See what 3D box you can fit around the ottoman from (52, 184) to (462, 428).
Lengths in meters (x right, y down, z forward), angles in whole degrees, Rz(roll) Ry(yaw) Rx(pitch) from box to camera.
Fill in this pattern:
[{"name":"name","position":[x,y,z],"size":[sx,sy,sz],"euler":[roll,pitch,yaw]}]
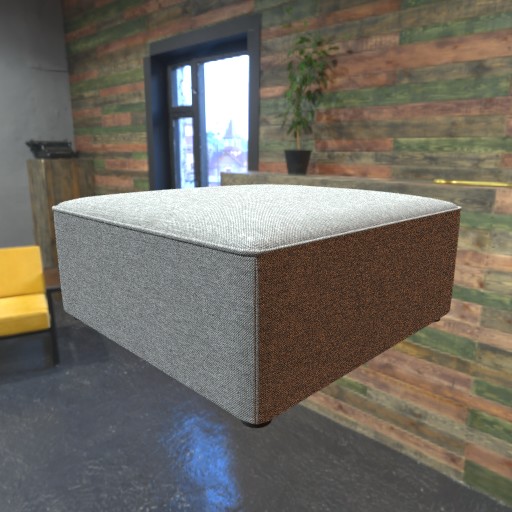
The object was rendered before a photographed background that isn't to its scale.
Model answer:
[{"name":"ottoman","position":[0.000,0.000,1.535],"size":[1.005,0.455,1.005],"euler":[-13,18,-43]}]
